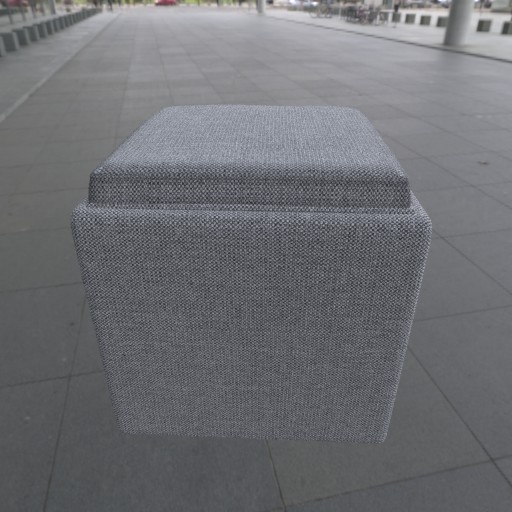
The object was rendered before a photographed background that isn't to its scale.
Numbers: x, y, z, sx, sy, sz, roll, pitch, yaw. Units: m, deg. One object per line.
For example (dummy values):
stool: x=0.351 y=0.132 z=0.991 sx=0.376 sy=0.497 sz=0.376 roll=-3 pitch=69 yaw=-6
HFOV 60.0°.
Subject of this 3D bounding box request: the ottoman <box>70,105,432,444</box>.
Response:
ottoman: x=0.000 y=0.000 z=0.814 sx=0.454 sy=0.487 sz=0.436 roll=1 pitch=31 yaw=2
